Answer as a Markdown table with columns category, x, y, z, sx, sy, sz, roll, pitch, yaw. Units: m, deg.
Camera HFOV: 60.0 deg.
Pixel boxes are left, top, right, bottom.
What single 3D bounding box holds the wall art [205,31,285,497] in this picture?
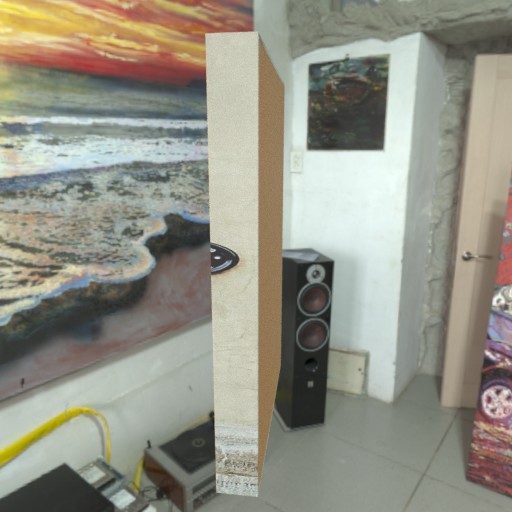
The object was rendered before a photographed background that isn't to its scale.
| category | x | y | z | sx | sy | sz | roll | pitch | yaw |
| --- | --- | --- | --- | --- | --- | --- | --- | --- | --- |
| wall art | 0.000 | 0.000 | 0.476 | 0.038 | 0.381 | 0.254 | 2 | 13 | 8 |
